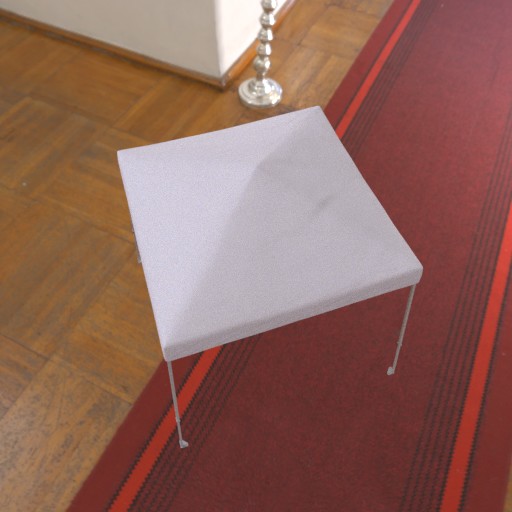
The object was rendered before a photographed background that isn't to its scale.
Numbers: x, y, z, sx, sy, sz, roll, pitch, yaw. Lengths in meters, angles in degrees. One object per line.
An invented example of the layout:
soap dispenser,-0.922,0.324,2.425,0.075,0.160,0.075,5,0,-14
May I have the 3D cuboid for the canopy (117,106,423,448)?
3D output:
canopy,0.000,0.000,5.088,2.850,2.850,2.849,-16,58,-10
